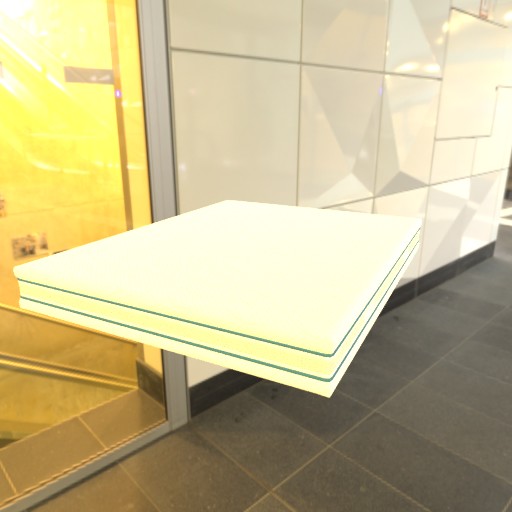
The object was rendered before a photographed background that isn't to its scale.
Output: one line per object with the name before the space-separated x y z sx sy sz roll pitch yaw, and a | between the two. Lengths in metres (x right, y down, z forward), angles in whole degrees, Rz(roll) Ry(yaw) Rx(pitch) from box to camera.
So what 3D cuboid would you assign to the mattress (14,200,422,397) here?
mattress | 0.000 0.000 2.655 1.600 0.230 2.000 9 20 26
